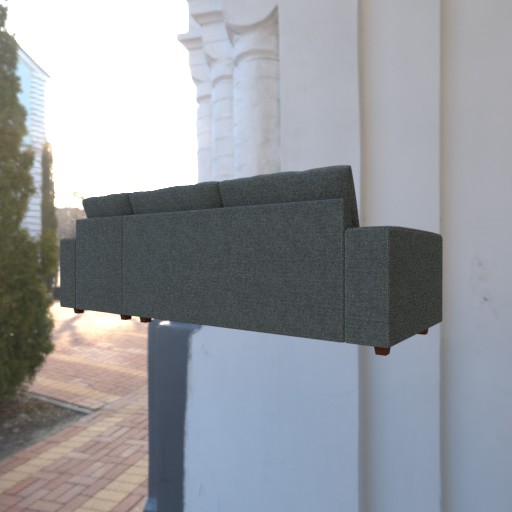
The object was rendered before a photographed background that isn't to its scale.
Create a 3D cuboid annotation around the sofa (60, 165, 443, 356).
[{"bbox_3d":[0.000,0.000,3.483,2.718,0.940,1.689,0,0,36],"label":"sofa"}]
